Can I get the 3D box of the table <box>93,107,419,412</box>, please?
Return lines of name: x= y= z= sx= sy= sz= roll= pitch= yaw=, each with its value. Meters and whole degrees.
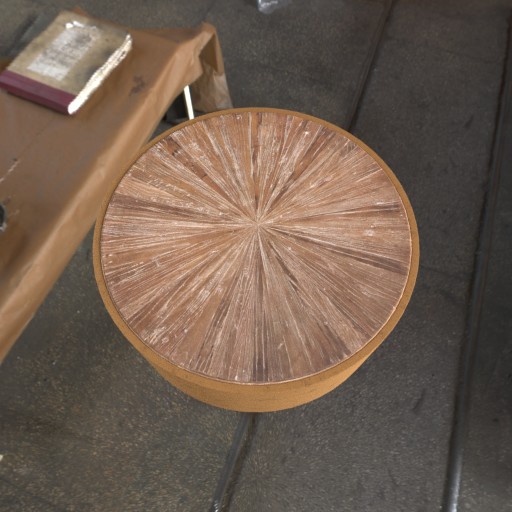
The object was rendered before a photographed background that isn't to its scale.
table: x=0.000 y=0.000 z=1.553 sx=1.001 sy=0.409 sz=1.001 roll=0 pitch=63 yaw=0
